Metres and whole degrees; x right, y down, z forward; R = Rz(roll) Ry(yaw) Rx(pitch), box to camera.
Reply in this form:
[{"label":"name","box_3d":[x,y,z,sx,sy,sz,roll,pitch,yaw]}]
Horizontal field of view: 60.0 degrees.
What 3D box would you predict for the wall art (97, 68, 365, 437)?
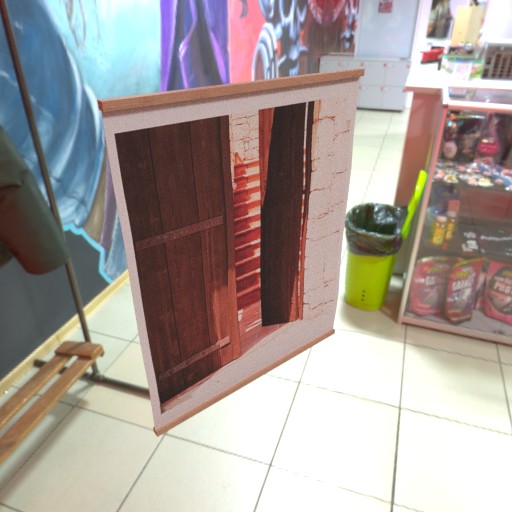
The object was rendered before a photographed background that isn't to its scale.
[{"label":"wall art","box_3d":[0.000,0.000,0.686,0.406,0.508,0.013,-21,36,-33]}]
